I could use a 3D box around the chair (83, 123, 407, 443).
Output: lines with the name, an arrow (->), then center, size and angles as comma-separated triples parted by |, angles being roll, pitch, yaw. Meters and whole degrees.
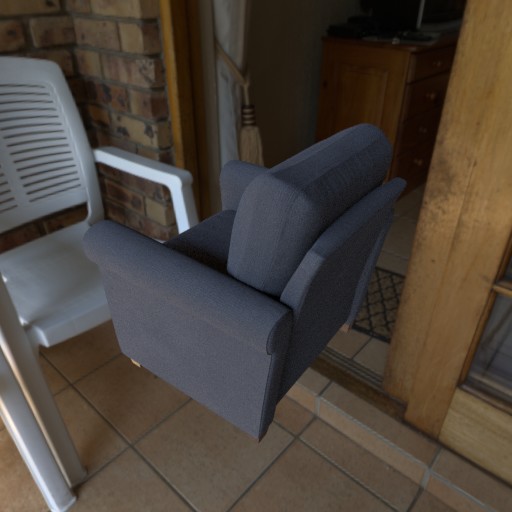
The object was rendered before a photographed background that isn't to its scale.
chair -> 0.000, 0.000, 1.640 | 0.828, 0.942, 0.867 | 21, 38, 30
